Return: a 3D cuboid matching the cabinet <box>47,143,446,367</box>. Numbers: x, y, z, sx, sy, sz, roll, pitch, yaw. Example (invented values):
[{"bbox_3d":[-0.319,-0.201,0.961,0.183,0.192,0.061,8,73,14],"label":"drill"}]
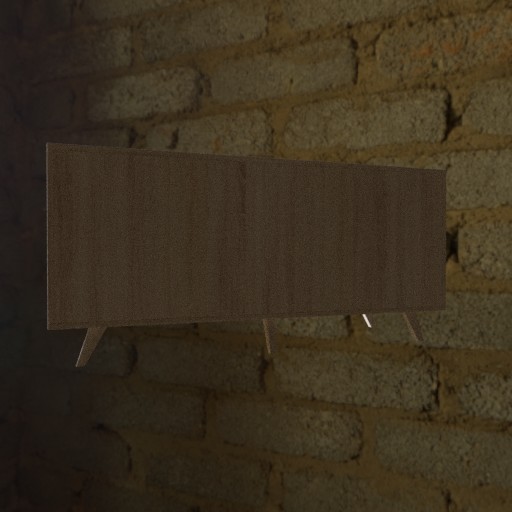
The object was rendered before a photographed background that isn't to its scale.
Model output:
[{"bbox_3d":[0.000,0.000,1.997,1.650,0.780,0.500,0,1,-18],"label":"cabinet"}]
